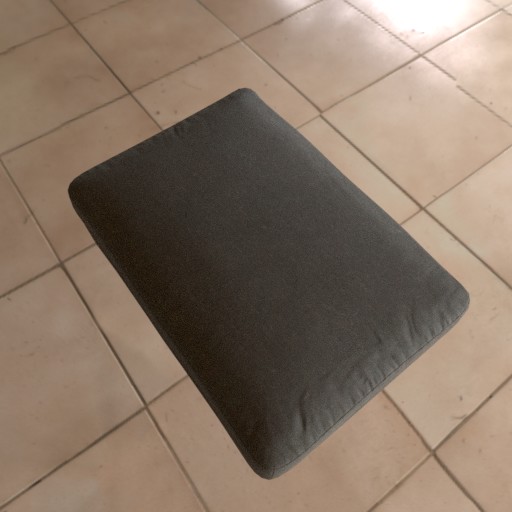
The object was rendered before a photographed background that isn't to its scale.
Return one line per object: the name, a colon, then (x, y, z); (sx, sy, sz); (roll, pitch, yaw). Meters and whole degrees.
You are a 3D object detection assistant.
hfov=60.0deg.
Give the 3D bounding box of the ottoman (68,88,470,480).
ottoman: (0.000, 0.000, 1.562); (0.840, 0.429, 1.199); (-34, 67, -17)
